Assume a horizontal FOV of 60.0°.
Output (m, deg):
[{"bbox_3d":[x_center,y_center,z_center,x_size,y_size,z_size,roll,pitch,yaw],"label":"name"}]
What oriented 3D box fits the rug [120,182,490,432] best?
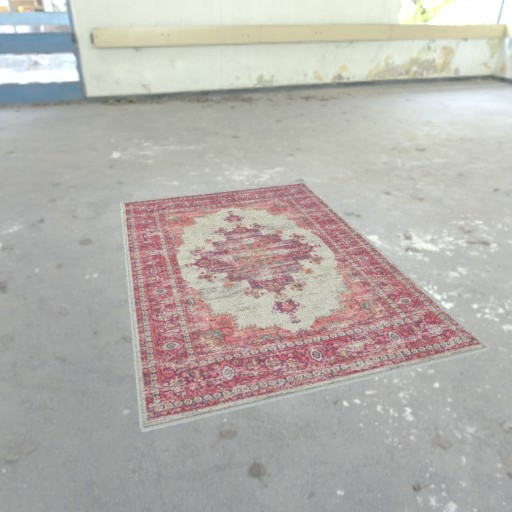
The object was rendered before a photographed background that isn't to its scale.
[{"bbox_3d":[0.000,0.000,2.148,1.217,0.011,1.747,-9,31,-14],"label":"rug"}]
